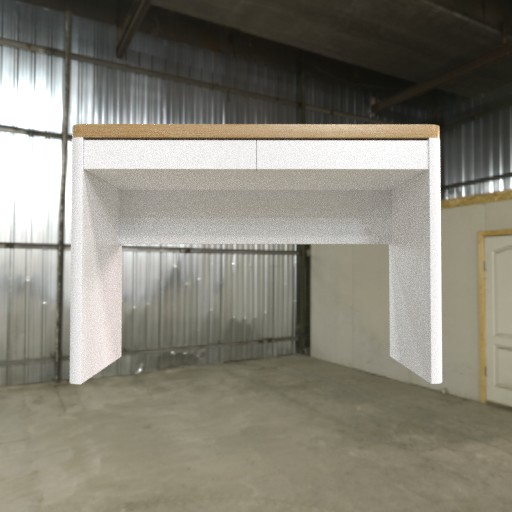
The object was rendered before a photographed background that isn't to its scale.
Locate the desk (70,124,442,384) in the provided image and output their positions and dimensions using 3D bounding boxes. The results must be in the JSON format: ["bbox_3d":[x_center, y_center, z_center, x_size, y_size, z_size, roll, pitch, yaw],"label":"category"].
[{"bbox_3d":[0.000,0.000,1.478,1.100,0.760,0.390,0,-1,0],"label":"desk"}]
